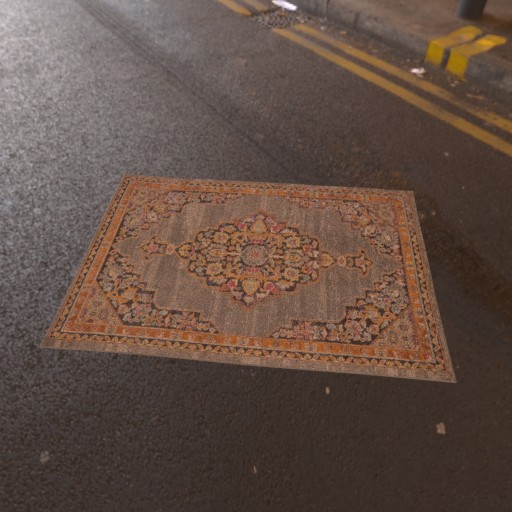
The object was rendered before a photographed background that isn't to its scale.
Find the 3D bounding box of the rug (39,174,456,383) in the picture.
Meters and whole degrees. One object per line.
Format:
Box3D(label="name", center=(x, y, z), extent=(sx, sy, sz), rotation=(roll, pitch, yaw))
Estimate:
Box3D(label="rug", center=(0.000, 0.000, 3.742), extent=(2.901, 0.026, 2.043), rotation=(4, 47, 4))
